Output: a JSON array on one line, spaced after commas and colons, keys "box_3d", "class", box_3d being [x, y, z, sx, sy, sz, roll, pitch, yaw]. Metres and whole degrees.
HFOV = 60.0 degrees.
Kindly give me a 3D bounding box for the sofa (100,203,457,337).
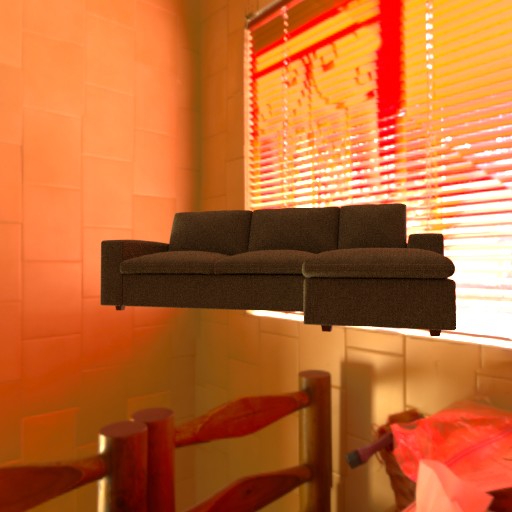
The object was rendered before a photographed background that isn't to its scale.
[{"box_3d": [0.000, 0.000, 3.489, 2.718, 0.940, 1.689, 0, -1, 18], "class": "sofa"}]
